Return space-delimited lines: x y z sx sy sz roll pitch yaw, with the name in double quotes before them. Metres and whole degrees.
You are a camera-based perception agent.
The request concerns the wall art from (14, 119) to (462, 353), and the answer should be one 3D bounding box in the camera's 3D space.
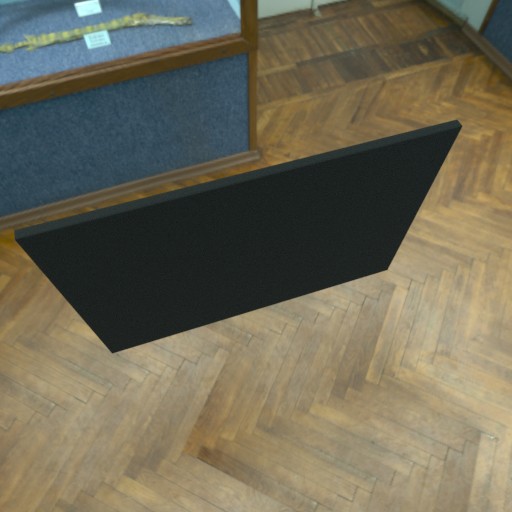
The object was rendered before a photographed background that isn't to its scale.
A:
"wall art" 0.000 0.000 1.194 0.958 0.656 0.026 -16 60 -9
